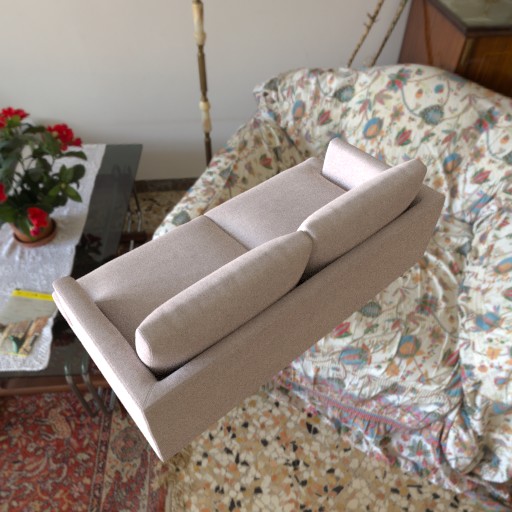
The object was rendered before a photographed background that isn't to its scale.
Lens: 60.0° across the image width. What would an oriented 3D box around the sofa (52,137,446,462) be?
[{"bbox_3d":[0.000,0.000,2.447,1.948,0.868,1.020,-32,54,-27],"label":"sofa"}]
